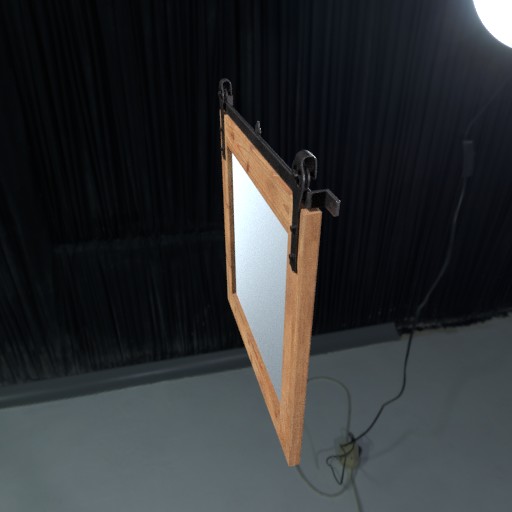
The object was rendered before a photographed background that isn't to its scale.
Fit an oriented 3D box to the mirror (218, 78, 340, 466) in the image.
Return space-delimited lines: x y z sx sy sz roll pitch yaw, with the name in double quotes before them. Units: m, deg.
"mirror" 0.000 0.000 1.205 0.054 0.800 0.805 -8 33 -13
